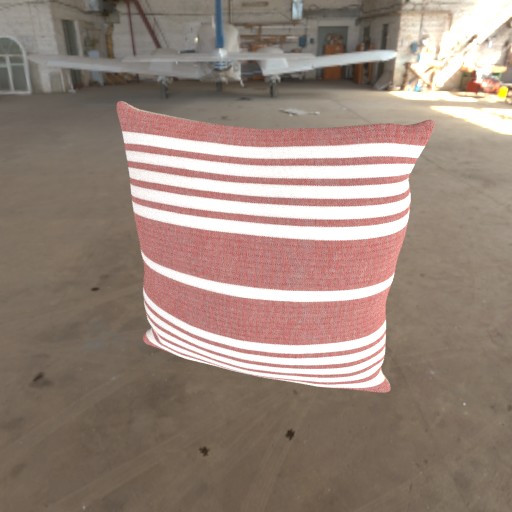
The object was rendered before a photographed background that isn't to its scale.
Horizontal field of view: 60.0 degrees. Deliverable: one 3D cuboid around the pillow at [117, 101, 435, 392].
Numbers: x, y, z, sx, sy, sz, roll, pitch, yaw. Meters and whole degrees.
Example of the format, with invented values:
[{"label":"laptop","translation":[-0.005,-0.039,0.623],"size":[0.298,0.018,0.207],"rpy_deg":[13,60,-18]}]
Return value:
[{"label":"pillow","translation":[0.000,0.000,0.664],"size":[0.439,0.427,0.182],"rpy_deg":[8,27,16]}]
